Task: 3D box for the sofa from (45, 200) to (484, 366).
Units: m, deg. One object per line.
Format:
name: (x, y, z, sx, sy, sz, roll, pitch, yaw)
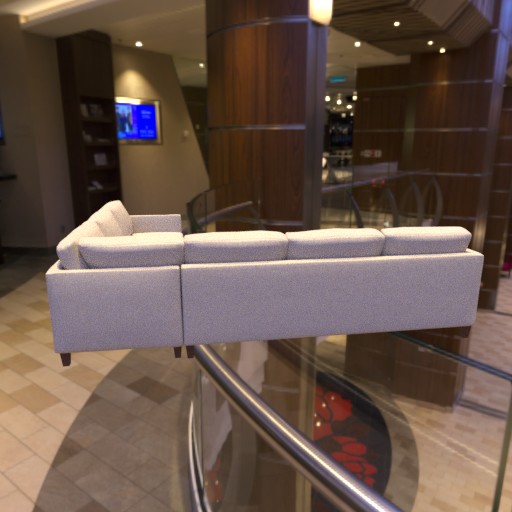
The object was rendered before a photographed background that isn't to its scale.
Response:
sofa: (0.000, 0.000, 4.487, 3.333, 0.934, 2.522, -2, 15, -9)
